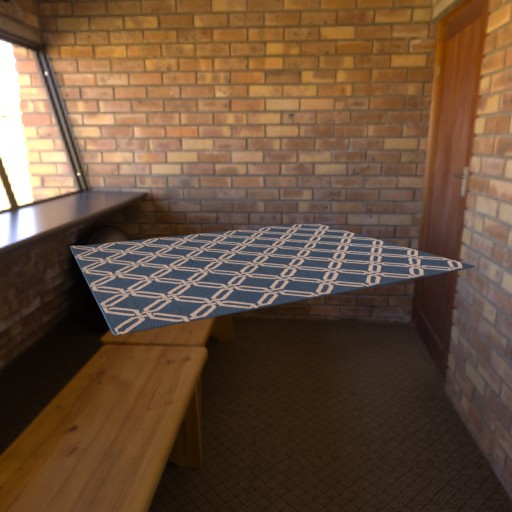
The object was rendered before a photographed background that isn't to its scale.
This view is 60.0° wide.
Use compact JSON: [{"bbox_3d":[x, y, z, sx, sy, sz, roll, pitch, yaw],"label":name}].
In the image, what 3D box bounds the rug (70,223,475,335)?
[{"bbox_3d":[0.000,0.000,3.939,2.867,0.020,2.277,-7,16,-27],"label":"rug"}]
